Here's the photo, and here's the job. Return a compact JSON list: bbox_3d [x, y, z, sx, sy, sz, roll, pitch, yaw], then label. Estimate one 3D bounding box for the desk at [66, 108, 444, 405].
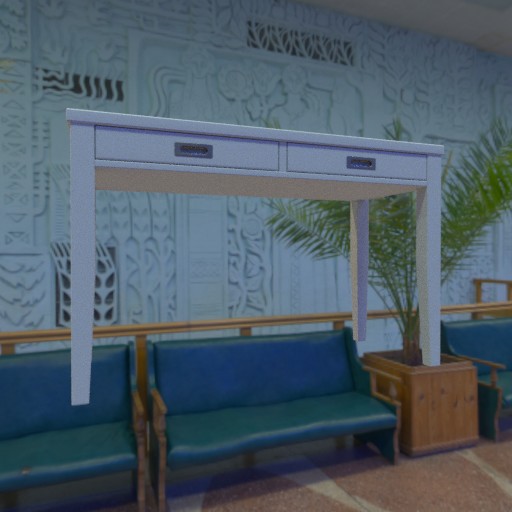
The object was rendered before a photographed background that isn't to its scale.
[{"bbox_3d":[0.000,0.000,1.590,1.220,0.775,0.508,0,1,-20],"label":"desk"}]
